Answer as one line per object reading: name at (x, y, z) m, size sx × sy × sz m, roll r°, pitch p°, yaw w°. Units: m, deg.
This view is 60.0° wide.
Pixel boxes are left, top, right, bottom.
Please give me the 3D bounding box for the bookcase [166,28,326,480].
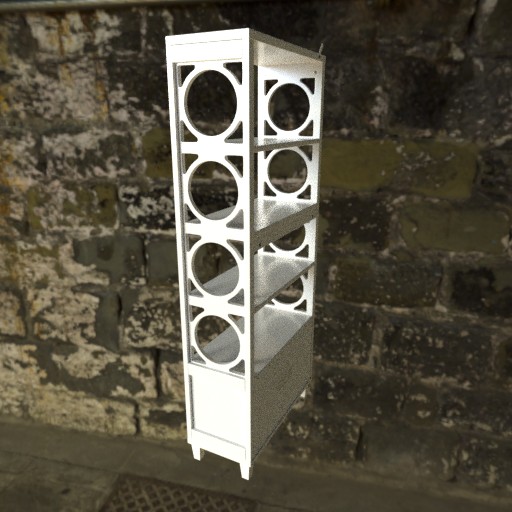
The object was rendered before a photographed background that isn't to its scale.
bookcase at (0.000, 0.000, 2.080) m, size 0.361 × 1.869 × 0.761 m, roll 9°, pitch 19°, yaw 26°
